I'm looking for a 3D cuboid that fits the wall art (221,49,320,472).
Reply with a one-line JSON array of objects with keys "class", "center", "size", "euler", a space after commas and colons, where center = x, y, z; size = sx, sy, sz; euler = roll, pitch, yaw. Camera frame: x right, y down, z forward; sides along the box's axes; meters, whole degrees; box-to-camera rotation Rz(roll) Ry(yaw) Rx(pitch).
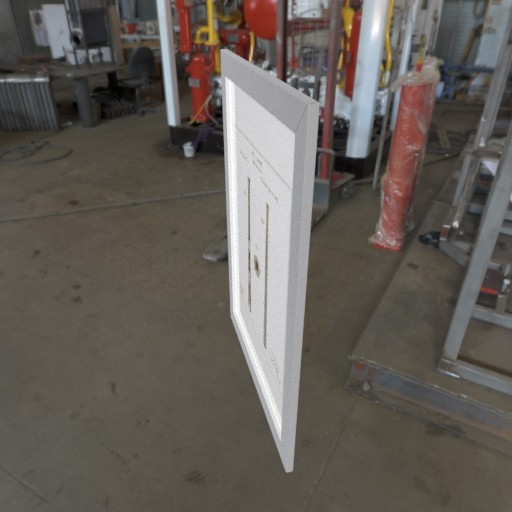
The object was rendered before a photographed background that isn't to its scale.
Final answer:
[{"class": "wall art", "center": [0.000, 0.000, 0.670], "size": [0.012, 0.529, 0.374], "euler": [-8, 33, -13]}]
